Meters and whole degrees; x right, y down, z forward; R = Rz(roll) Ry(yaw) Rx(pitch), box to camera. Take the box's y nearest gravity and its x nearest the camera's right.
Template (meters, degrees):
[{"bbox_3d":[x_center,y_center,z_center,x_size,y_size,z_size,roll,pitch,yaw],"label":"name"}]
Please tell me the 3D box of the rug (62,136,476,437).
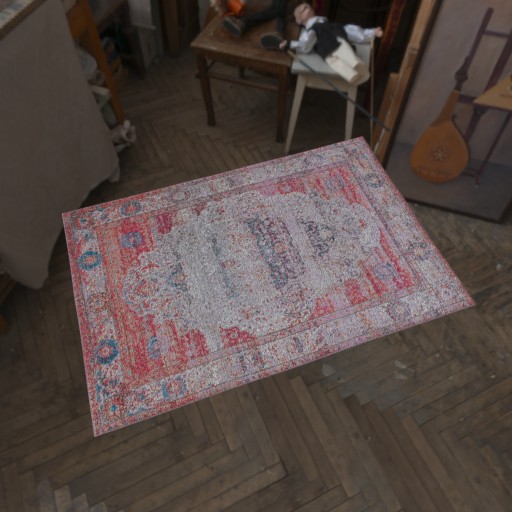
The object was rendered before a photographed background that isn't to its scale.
[{"bbox_3d":[0.000,0.000,2.284,1.829,0.006,1.219,-16,59,-10],"label":"rug"}]
